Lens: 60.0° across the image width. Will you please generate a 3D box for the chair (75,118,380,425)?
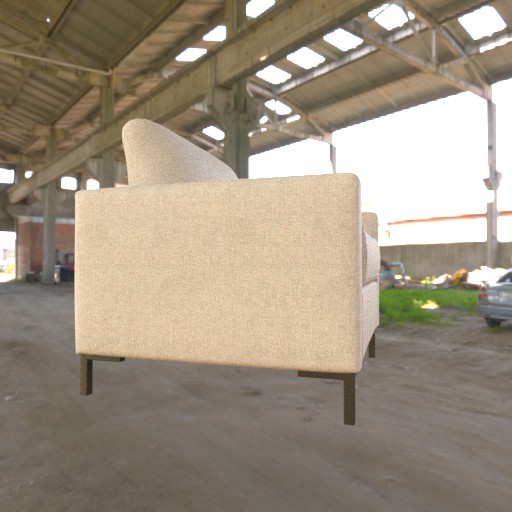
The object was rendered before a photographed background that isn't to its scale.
[{"bbox_3d":[0.000,0.000,1.644,0.866,0.861,0.963,0,-1,18],"label":"chair"}]
